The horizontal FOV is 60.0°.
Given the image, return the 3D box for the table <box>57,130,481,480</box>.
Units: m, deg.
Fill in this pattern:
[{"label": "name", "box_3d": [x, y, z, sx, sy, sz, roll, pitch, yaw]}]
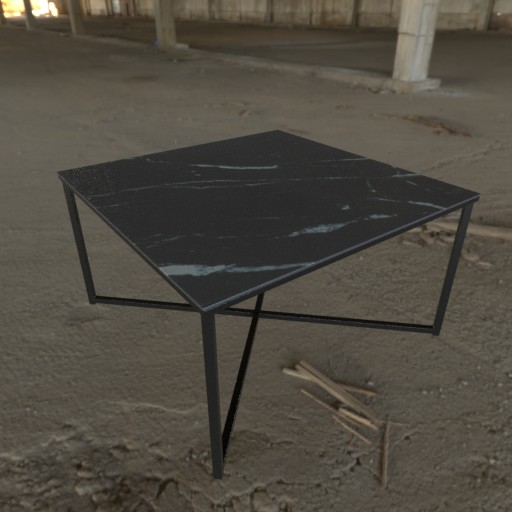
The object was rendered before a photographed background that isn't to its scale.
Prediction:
[{"label": "table", "box_3d": [0.000, 0.000, 1.283, 0.800, 0.450, 0.800, -20, 35, -31]}]
